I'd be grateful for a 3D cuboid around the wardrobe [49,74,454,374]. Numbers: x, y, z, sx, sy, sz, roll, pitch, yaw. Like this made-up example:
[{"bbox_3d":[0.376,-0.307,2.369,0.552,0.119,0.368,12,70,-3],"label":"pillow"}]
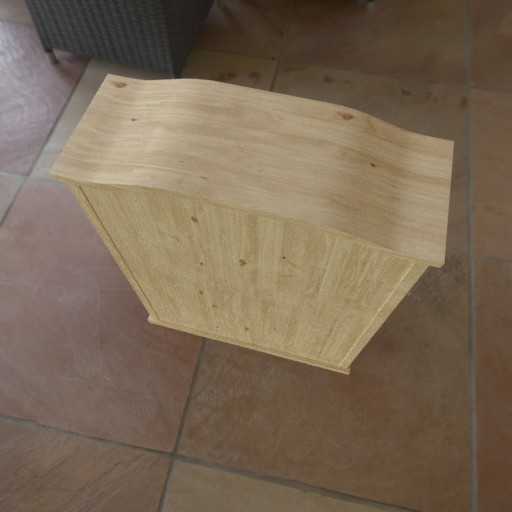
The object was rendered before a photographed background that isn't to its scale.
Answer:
[{"bbox_3d":[0.000,0.000,2.512,1.500,1.870,0.570,13,64,7],"label":"wardrobe"}]
